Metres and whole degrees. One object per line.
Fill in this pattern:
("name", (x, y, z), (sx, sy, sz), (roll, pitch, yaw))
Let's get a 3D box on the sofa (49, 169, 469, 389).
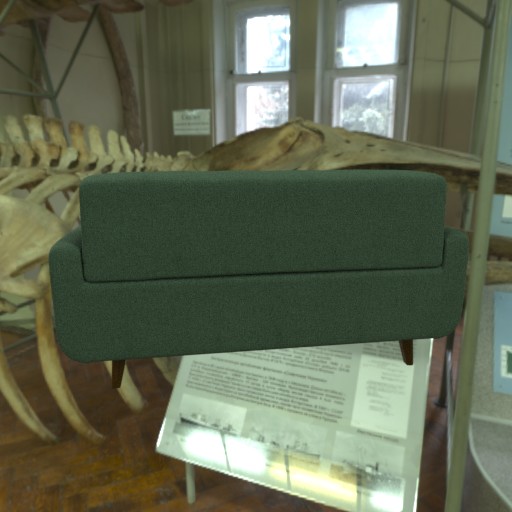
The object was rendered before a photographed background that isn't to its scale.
("sofa", (0.000, 0.000, 2.138), (1.631, 0.841, 0.909), (-2, 14, -9))
